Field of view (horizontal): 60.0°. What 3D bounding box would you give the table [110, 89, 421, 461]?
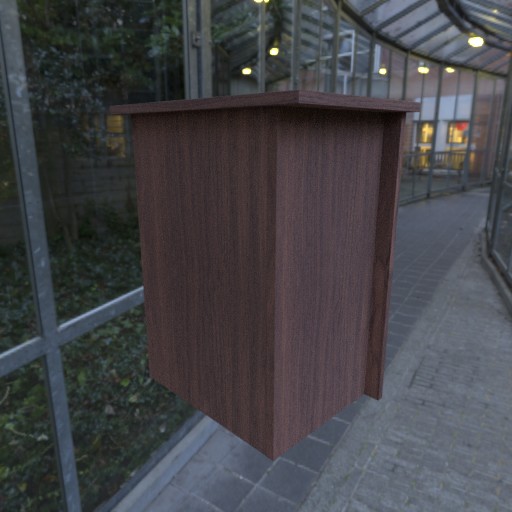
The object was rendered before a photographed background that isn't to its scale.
[{"bbox_3d":[0.000,0.000,1.098,0.406,0.711,0.589,-15,21,-43],"label":"table"}]
